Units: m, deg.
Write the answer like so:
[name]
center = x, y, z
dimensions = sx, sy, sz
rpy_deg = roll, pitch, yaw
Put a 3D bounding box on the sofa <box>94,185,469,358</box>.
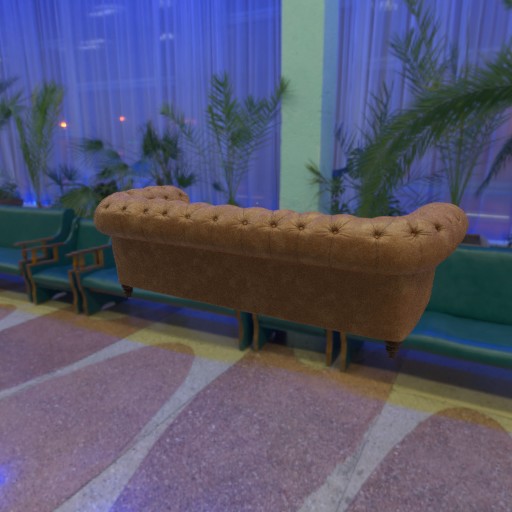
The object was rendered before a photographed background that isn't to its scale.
[sofa]
center = 0.000, 0.000, 2.850
dimensions = 2.365, 0.760, 0.989
rpy_deg = 8, 17, 28
